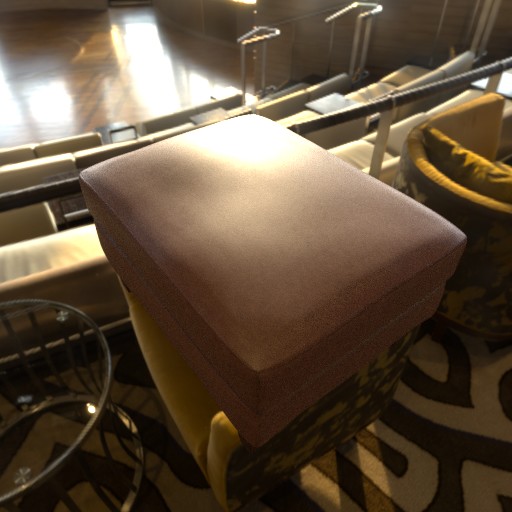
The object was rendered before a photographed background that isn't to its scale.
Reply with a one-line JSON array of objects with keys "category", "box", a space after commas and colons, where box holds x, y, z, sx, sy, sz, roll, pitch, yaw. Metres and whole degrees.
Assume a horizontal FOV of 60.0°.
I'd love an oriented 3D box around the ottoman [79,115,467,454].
[{"category": "ottoman", "box": [0.000, 0.000, 1.261, 0.650, 0.485, 0.851, -27, 49, -27]}]
